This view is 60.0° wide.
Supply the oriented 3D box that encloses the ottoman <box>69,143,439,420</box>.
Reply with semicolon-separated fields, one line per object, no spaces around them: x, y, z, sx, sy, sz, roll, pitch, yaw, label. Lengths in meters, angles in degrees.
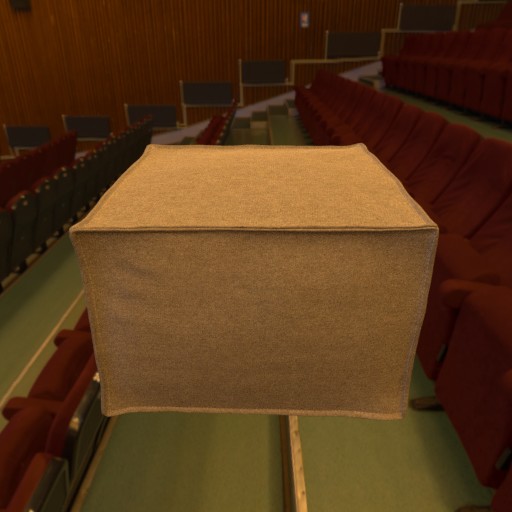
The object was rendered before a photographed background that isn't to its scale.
0.000;0.000;1.166;0.696;0.470;0.707;0;26;0;ottoman
